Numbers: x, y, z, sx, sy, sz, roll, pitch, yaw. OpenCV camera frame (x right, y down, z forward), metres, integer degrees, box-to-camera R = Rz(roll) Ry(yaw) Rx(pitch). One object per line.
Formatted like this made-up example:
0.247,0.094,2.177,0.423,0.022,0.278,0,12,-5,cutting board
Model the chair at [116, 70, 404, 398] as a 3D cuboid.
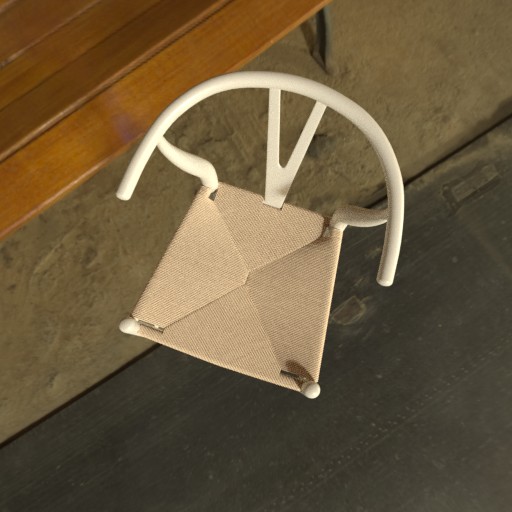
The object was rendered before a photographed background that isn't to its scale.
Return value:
0.000,0.000,1.148,0.569,0.730,0.579,18,77,4,chair
